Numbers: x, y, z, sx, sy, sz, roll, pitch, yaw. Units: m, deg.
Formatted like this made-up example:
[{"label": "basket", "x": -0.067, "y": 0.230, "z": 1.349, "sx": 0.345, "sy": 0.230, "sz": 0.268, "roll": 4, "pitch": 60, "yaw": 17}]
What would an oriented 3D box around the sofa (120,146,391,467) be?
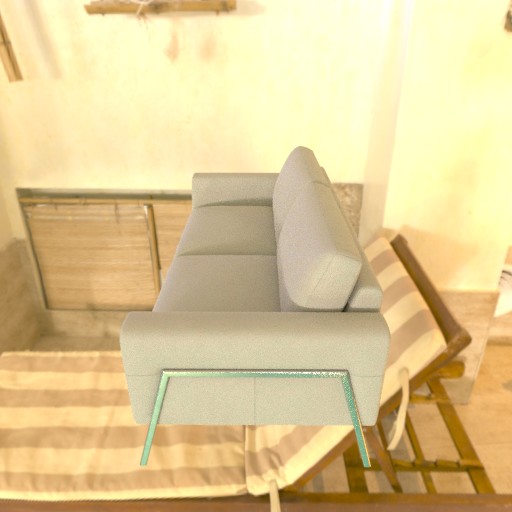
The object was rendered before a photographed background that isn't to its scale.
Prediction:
[{"label": "sofa", "x": 0.000, "y": 0.000, "z": 2.481, "sx": 0.953, "sy": 0.875, "sz": 2.017, "roll": 0, "pitch": 27, "yaw": 0}]
